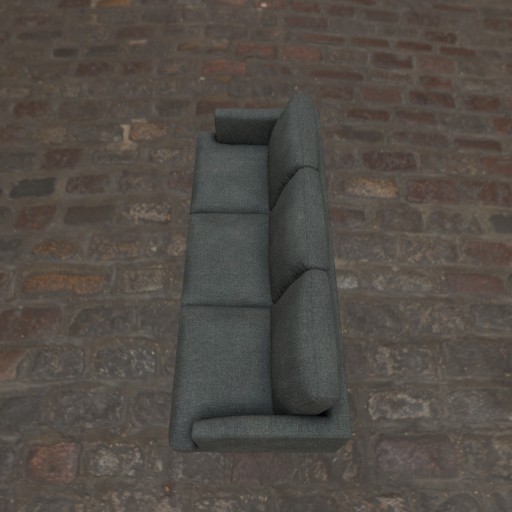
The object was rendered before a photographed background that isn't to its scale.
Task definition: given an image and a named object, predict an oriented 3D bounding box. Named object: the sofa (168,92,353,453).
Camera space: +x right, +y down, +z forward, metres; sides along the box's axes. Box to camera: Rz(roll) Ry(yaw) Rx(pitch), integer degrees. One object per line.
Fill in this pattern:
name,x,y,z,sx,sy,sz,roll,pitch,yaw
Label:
sofa,0.000,0.000,2.783,0.903,0.930,2.246,0,59,0
